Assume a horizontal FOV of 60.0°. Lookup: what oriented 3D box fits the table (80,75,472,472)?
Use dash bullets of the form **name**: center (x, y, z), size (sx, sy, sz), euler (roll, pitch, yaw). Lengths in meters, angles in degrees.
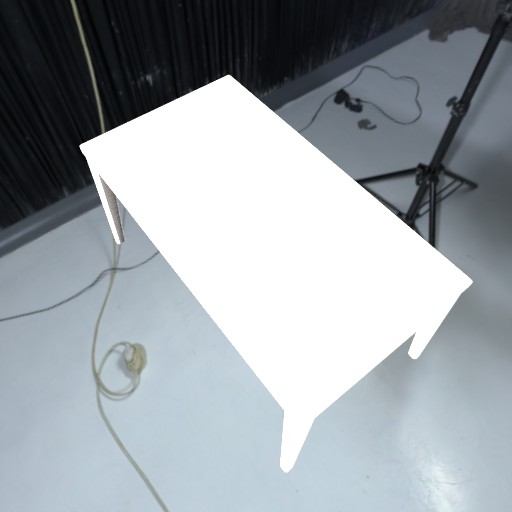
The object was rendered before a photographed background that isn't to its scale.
- **table**: center (0.000, 0.000, 2.144), size (0.900, 0.760, 1.600), euler (-33, 63, -19)
